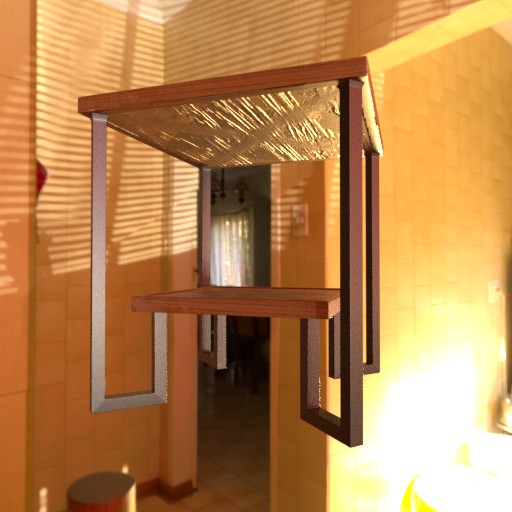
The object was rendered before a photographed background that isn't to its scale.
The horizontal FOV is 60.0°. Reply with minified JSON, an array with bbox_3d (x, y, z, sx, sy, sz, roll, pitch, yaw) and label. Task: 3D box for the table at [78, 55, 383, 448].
[{"bbox_3d":[0.000,0.000,0.944,0.503,0.563,0.503,0,-1,19],"label":"table"}]
